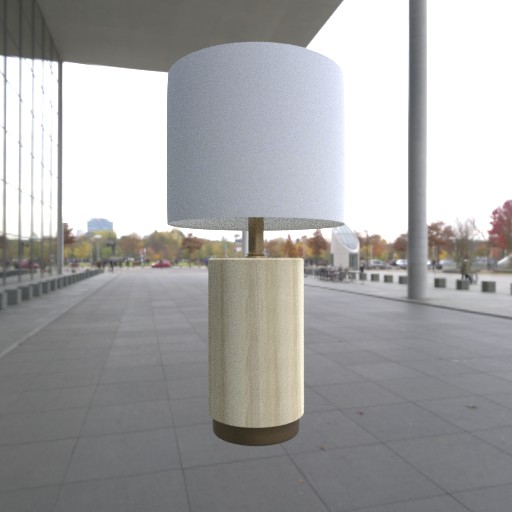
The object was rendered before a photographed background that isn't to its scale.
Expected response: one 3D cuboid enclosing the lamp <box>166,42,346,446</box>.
[{"bbox_3d":[0.000,0.000,0.573,0.228,0.444,0.228,0,0,1],"label":"lamp"}]
